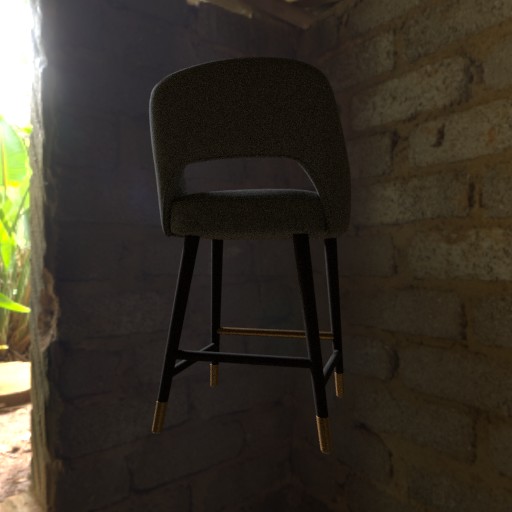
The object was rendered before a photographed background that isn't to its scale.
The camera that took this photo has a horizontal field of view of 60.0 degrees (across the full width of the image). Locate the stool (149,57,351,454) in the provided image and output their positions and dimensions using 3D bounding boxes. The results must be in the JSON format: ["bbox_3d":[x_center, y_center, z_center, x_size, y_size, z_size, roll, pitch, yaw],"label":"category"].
[{"bbox_3d":[0.000,0.000,1.271,0.536,0.925,0.524,0,0,15],"label":"stool"}]
